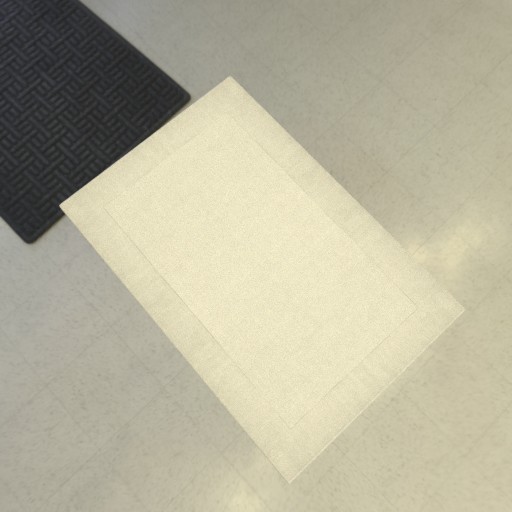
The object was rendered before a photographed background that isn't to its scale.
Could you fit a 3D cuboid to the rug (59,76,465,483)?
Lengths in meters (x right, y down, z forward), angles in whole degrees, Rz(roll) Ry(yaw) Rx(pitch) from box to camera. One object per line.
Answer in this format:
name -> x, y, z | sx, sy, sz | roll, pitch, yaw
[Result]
rug -> 0.000, 0.000, 2.317 | 1.219, 0.013, 1.829 | -41, 79, -10
